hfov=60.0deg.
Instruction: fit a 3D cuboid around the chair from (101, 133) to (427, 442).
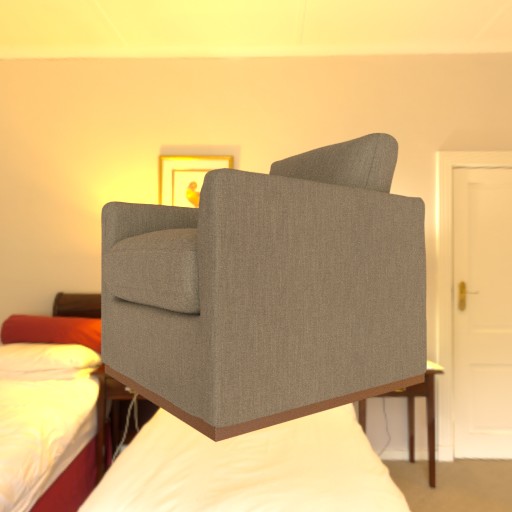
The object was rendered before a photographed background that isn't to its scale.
[{"bbox_3d":[0.000,0.000,1.474,0.834,0.811,0.763,0,-1,-37],"label":"chair"}]
